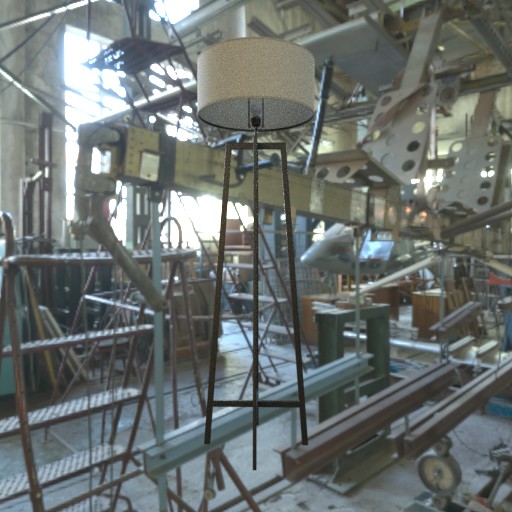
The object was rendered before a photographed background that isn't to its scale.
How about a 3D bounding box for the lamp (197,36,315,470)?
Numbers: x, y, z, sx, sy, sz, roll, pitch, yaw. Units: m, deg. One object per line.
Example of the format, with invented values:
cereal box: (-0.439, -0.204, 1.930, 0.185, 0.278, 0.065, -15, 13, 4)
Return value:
lamp: (0.000, 0.000, 1.761, 0.457, 1.510, 0.456, 0, 1, 1)
